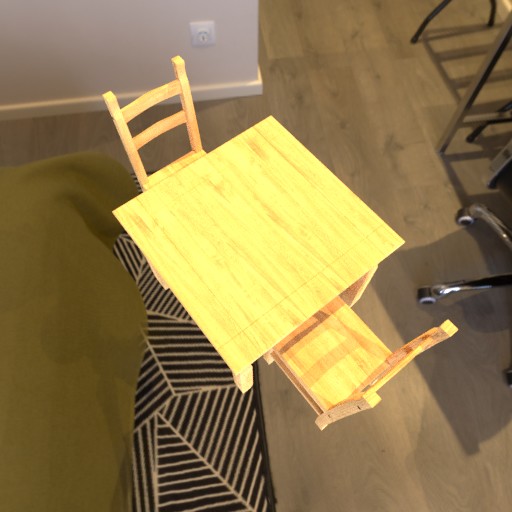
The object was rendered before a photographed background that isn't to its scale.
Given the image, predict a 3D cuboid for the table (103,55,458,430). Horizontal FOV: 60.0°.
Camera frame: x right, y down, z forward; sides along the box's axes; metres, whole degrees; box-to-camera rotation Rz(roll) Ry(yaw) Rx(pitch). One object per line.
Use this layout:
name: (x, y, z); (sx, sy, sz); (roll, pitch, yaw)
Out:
table: (0.000, 0.000, 1.962); (0.813, 0.942, 1.501); (-35, 69, -16)
